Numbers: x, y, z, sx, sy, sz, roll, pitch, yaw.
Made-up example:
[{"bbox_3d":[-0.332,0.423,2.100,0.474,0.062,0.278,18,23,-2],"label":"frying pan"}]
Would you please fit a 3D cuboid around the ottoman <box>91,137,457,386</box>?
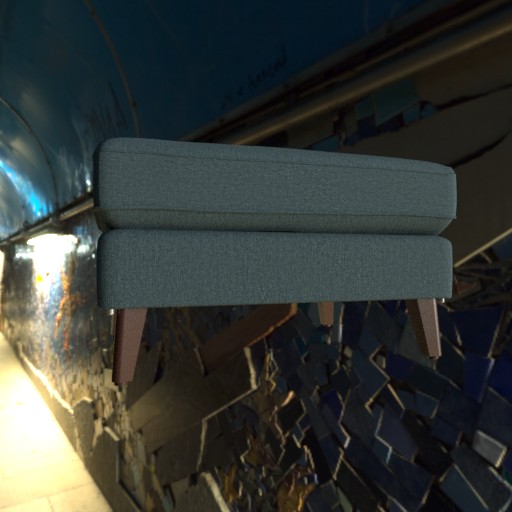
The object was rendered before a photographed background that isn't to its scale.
[{"bbox_3d":[0.000,0.000,1.222,0.835,0.503,0.629,0,-1,-18],"label":"ottoman"}]
